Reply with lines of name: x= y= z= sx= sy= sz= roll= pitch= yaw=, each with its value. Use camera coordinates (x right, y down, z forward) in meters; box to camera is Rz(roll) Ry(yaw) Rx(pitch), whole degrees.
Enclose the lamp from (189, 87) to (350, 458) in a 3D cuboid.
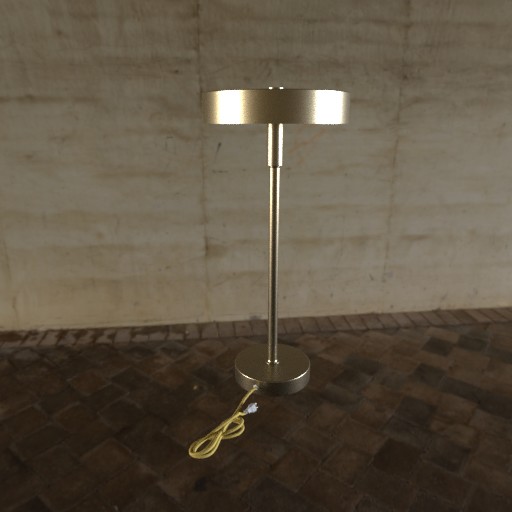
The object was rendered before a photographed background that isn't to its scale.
lamp: x=0.000 y=0.000 z=0.702 sx=0.229 sy=0.508 sz=0.369 roll=8 pitch=19 yaw=25
